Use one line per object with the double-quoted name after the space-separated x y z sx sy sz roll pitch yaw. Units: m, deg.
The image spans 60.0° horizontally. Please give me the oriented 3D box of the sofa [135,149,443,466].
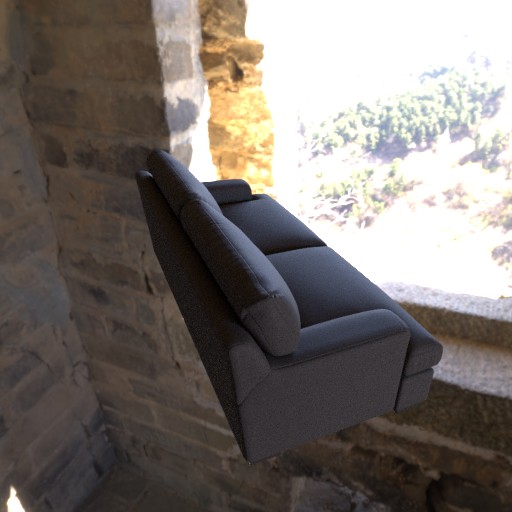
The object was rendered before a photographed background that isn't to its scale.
0.000 0.000 2.872 1.140 0.950 2.271 -11 32 -19 "sofa"
